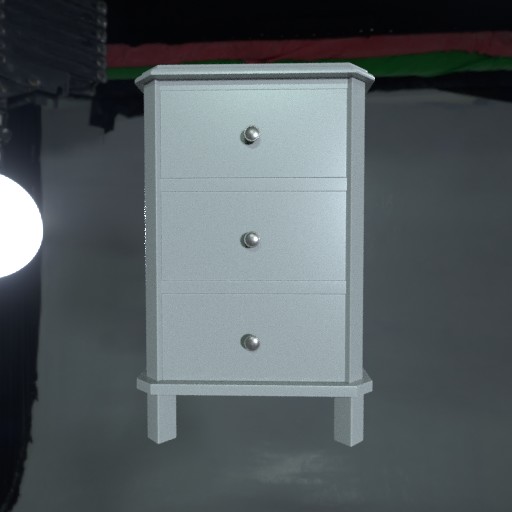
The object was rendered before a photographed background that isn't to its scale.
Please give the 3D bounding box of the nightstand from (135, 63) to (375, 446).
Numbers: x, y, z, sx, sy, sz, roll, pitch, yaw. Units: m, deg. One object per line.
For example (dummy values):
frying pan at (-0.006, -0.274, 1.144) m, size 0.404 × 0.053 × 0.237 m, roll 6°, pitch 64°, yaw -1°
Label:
nightstand at (0.000, 0.000, 0.947) m, size 0.435 × 0.680 × 0.348 m, roll 0°, pitch 2°, yaw 2°
